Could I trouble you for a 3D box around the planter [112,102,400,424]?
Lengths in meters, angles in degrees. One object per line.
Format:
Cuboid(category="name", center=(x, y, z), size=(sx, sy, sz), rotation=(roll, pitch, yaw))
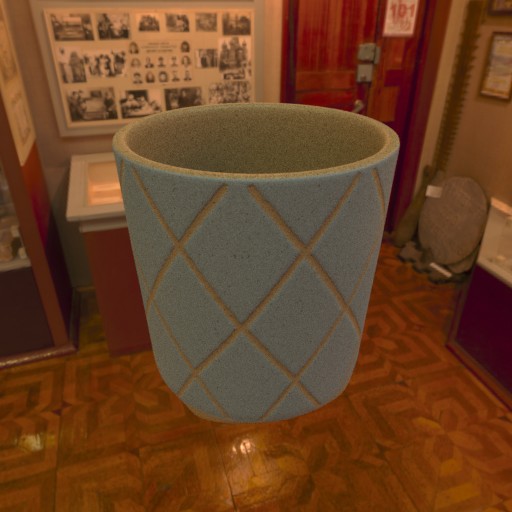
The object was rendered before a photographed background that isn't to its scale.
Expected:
Cuboid(category="planter", center=(0.000, 0.000, 0.354), size=(0.191, 0.200, 0.191), rotation=(0, 30, 0))
